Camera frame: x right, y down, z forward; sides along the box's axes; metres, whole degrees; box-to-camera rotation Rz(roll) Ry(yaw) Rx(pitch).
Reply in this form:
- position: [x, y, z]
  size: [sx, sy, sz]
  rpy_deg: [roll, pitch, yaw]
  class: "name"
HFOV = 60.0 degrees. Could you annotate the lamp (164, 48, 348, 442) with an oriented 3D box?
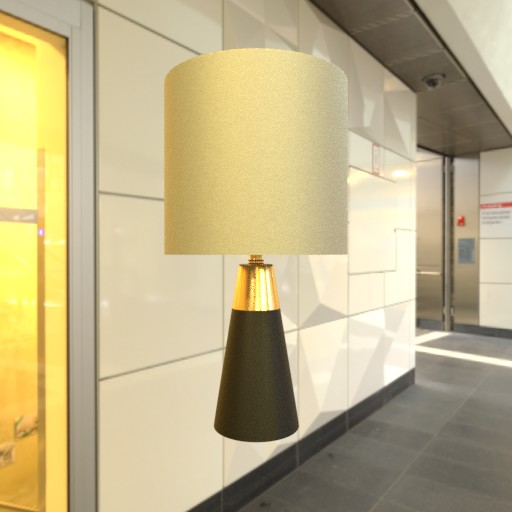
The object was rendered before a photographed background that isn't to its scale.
- position: [0.000, 0.000, 0.760]
  size: [0.308, 0.580, 0.308]
  rpy_deg: [0, 0, 18]
  class: "lamp"
